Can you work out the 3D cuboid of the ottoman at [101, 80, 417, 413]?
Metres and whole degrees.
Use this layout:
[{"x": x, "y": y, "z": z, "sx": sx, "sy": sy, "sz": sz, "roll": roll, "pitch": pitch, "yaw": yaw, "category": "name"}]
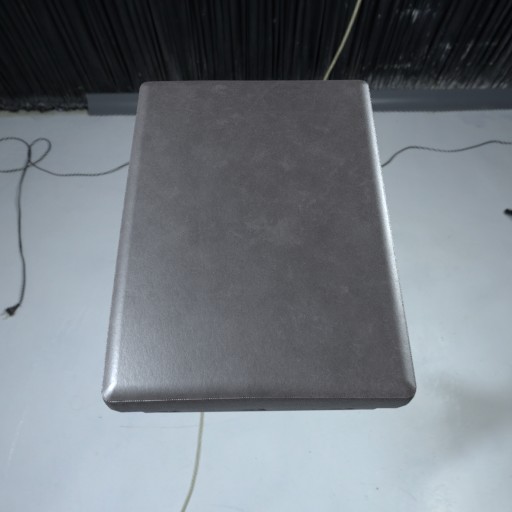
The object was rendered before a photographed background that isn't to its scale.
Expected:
[{"x": 0.000, "y": 0.000, "z": 1.160, "sx": 0.590, "sy": 0.498, "sz": 0.795, "roll": -1, "pitch": 65, "yaw": 0, "category": "ottoman"}]
